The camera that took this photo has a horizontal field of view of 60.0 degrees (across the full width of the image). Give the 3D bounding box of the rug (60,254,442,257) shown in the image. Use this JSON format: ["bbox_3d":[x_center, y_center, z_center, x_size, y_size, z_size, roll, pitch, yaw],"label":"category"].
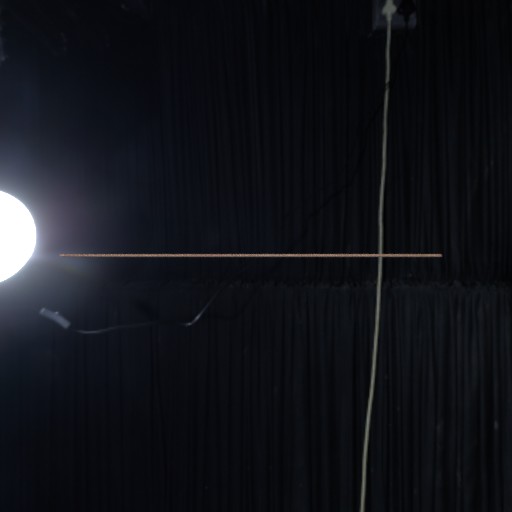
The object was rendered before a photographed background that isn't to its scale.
[{"bbox_3d":[0.000,0.000,2.894,1.524,0.011,2.286,0,0,1],"label":"rug"}]
